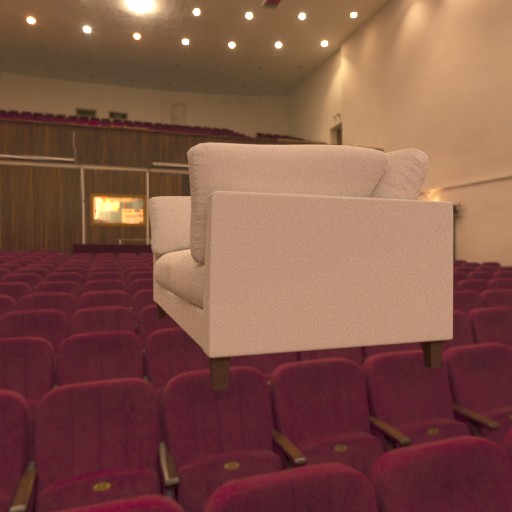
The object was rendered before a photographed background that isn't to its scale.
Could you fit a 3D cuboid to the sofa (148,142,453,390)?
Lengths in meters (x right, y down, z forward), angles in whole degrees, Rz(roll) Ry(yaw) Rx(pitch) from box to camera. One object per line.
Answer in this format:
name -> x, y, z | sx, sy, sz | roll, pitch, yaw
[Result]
sofa -> 0.000, 0.000, 2.304 | 0.970, 0.836, 1.776 | 0, 0, -19
